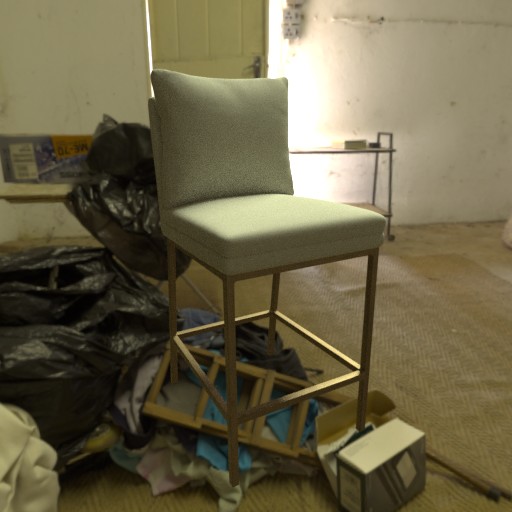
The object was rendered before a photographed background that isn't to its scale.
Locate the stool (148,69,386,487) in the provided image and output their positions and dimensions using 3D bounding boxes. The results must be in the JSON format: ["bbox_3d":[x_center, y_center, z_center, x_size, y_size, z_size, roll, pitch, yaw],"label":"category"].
[{"bbox_3d":[0.000,0.000,1.307,0.463,1.032,0.572,-9,20,-28],"label":"stool"}]
